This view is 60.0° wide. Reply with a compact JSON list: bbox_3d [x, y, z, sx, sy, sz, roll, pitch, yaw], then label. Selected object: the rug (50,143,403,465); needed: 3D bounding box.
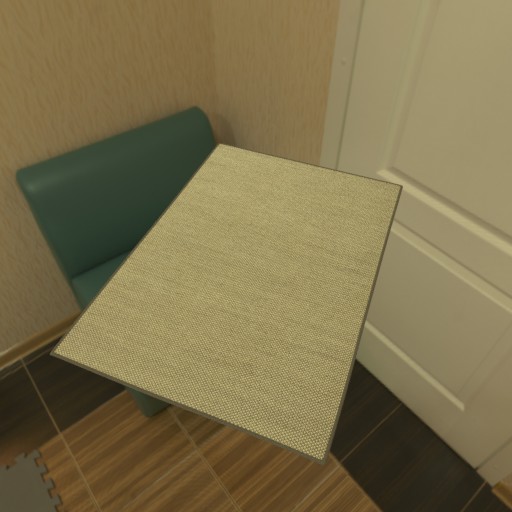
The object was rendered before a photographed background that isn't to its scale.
[{"bbox_3d":[0.000,0.000,2.834,1.523,0.012,2.133,17,50,14],"label":"rug"}]
